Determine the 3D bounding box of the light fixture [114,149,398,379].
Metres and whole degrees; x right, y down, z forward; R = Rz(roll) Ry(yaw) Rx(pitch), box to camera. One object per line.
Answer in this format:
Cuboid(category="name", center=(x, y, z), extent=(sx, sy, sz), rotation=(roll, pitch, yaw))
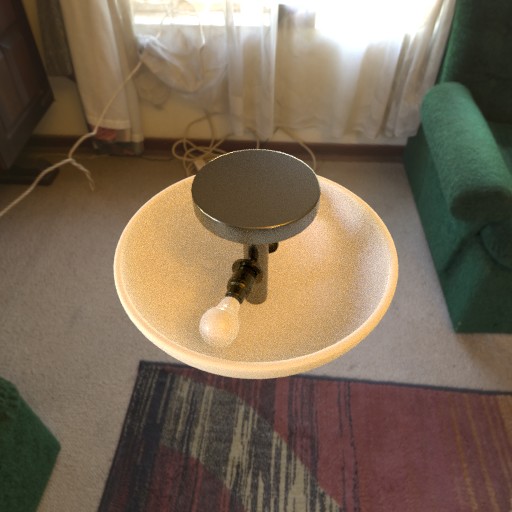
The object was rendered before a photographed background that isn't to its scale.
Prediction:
Cuboid(category="light fixture", center=(0.000, 0.000, 0.538), extent=(0.330, 0.214, 0.330), rotation=(0, 46, 0))
